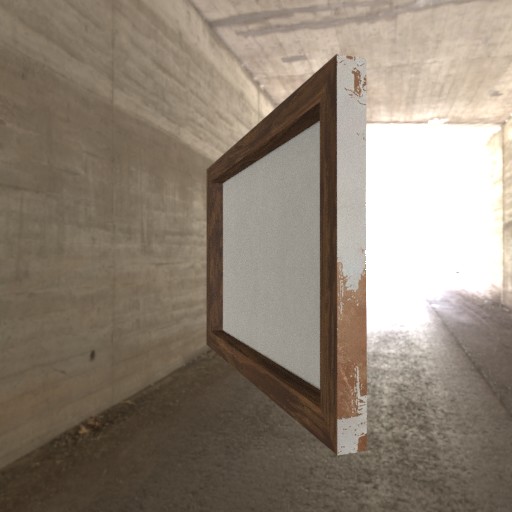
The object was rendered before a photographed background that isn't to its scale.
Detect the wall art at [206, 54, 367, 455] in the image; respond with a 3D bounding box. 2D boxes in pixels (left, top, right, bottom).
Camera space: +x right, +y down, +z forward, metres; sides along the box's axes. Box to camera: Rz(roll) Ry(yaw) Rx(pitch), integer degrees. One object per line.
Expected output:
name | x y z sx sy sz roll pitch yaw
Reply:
wall art | 0.000 0.000 0.740 0.035 0.405 0.609 0 0 -19
